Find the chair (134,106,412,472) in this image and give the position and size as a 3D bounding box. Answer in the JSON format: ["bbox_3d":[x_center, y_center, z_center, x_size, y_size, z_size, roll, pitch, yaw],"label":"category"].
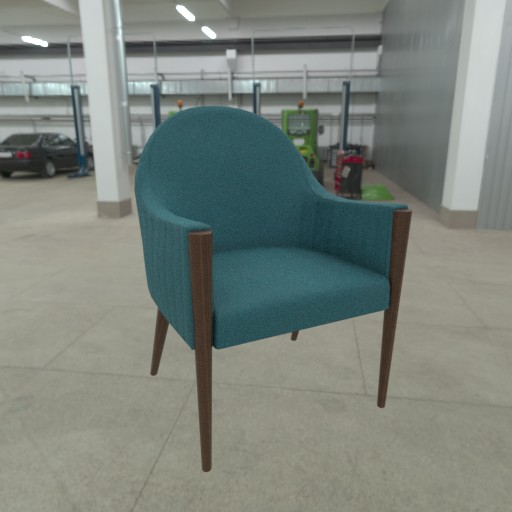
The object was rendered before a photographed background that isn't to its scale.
[{"bbox_3d":[0.000,0.000,1.371,0.656,0.907,0.652,-8,18,-26],"label":"chair"}]
